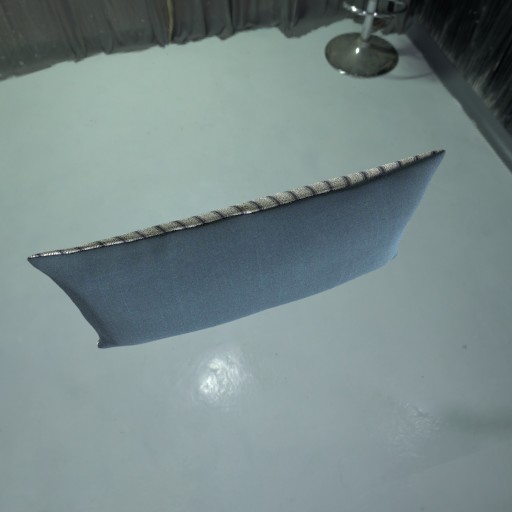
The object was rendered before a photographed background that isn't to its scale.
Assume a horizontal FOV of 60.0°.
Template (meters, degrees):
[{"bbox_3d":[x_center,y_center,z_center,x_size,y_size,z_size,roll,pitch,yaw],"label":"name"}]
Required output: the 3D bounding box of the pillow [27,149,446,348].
[{"bbox_3d":[0.000,0.000,0.735,0.609,0.305,0.151,-16,60,-10],"label":"pillow"}]
